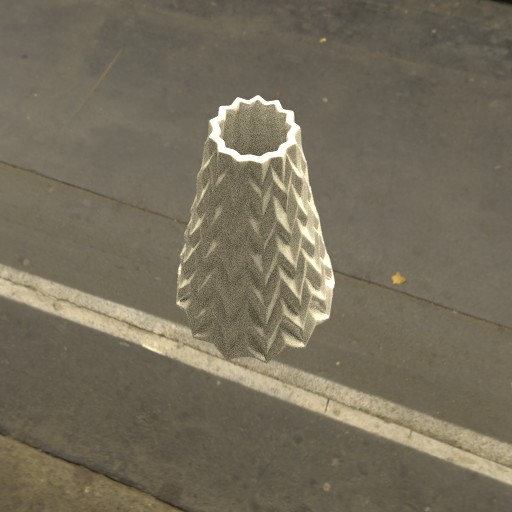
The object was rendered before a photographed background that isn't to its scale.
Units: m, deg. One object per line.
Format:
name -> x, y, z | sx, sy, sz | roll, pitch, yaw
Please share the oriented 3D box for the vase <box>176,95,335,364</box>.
vase -> 0.000, 0.000, 0.410 | 0.167, 0.328, 0.167 | 0, 62, 0
